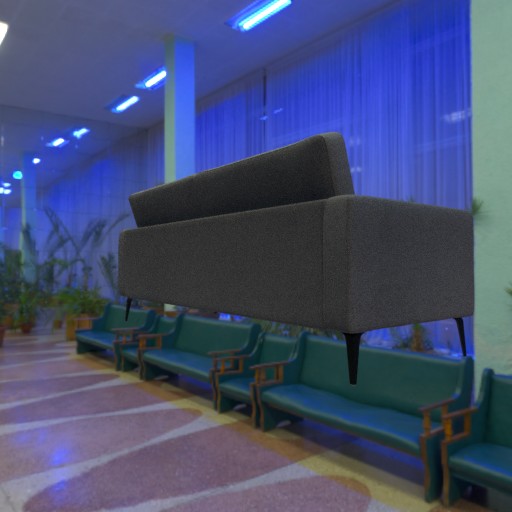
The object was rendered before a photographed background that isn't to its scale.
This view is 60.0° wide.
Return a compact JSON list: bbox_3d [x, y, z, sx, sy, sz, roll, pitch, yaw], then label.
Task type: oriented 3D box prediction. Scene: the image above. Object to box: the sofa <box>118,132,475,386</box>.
[{"bbox_3d":[0.000,0.000,2.320,0.774,0.828,1.925,1,-1,-38],"label":"sofa"}]
